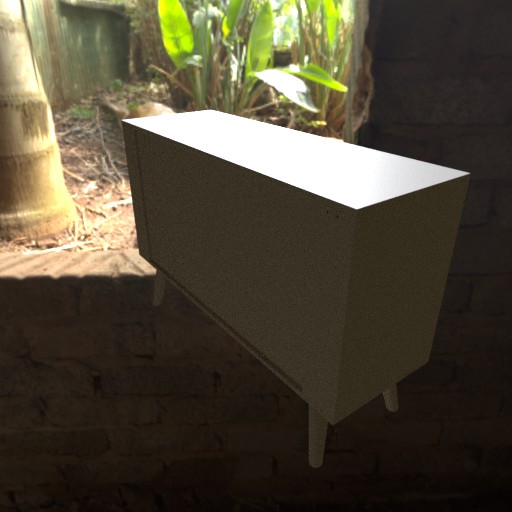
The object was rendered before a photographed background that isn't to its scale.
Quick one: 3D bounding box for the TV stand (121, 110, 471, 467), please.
[{"bbox_3d":[0.000,0.000,1.574,0.406,0.812,1.193,-19,32,-32],"label":"TV stand"}]
